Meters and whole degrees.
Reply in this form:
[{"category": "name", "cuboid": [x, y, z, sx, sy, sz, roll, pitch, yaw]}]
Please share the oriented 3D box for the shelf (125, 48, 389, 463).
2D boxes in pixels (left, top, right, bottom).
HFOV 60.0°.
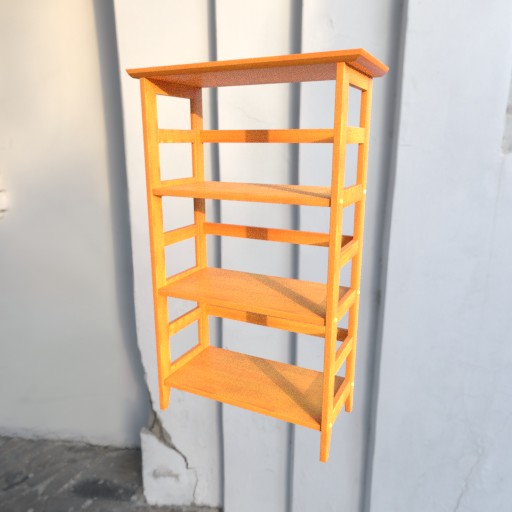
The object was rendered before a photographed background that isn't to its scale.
[{"category": "shelf", "cuboid": [0.000, 0.000, 1.357, 0.660, 1.067, 0.305, 7, 16, 26]}]
